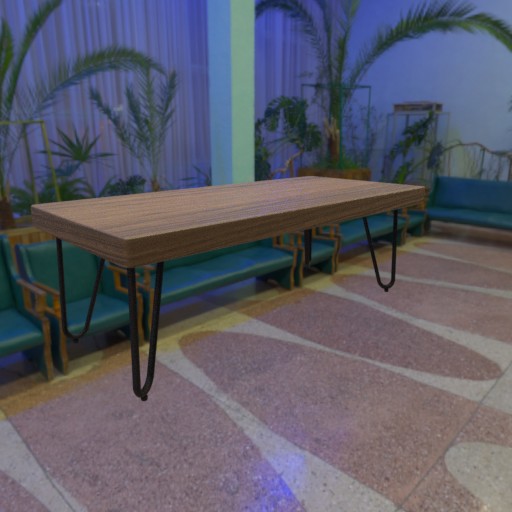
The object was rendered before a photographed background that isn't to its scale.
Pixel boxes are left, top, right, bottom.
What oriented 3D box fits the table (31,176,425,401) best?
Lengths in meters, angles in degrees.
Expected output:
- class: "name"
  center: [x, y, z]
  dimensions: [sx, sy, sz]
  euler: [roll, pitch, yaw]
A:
- class: "table"
  center: [0.000, 0.000, 1.689]
  dimensions: [1.375, 0.468, 0.637]
  euler: [-14, 21, -41]
